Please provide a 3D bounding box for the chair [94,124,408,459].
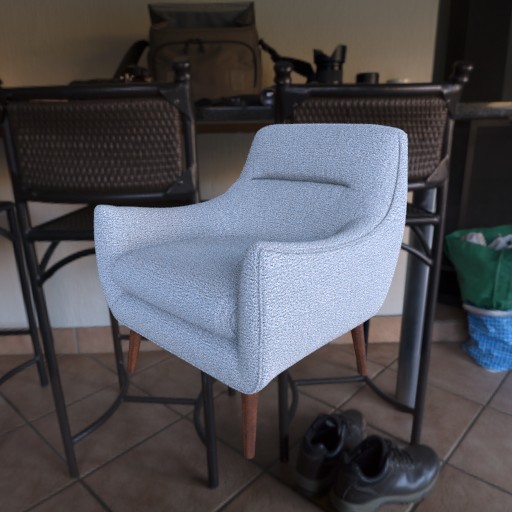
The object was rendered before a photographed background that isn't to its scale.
[{"bbox_3d":[0.000,0.000,1.463,0.762,0.838,0.787,15,22,42],"label":"chair"}]
